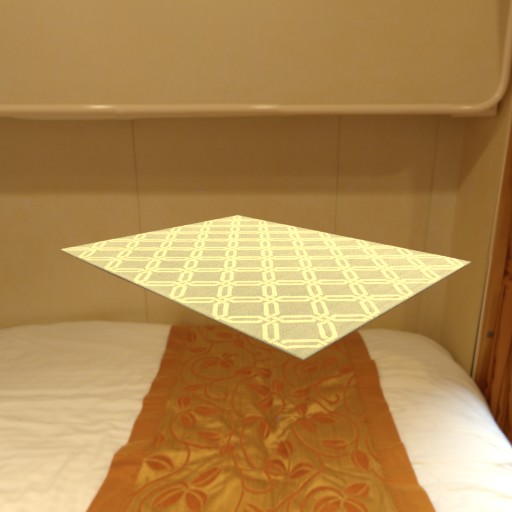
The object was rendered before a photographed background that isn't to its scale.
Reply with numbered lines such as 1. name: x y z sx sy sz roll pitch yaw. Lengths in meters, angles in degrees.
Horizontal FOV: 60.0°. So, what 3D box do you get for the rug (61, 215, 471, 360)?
1. rug: 0.000 0.000 3.961 2.895 0.018 2.288 16 22 42
